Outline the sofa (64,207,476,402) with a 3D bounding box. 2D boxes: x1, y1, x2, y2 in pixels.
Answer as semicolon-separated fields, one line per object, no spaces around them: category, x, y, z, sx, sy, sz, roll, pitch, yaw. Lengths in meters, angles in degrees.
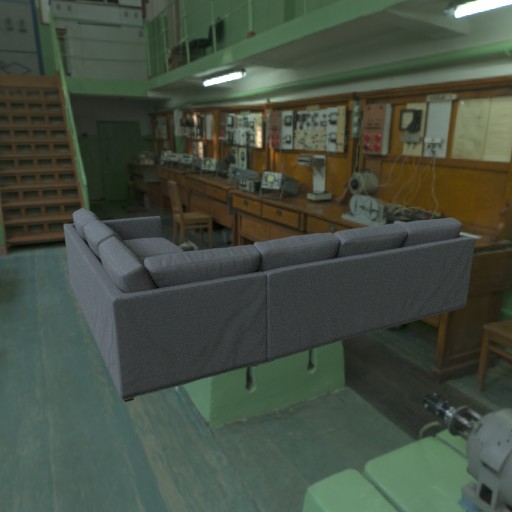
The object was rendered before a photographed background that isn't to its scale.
sofa;0.000;0.000;4.316;3.182;0.871;2.432;-8;18;-27
